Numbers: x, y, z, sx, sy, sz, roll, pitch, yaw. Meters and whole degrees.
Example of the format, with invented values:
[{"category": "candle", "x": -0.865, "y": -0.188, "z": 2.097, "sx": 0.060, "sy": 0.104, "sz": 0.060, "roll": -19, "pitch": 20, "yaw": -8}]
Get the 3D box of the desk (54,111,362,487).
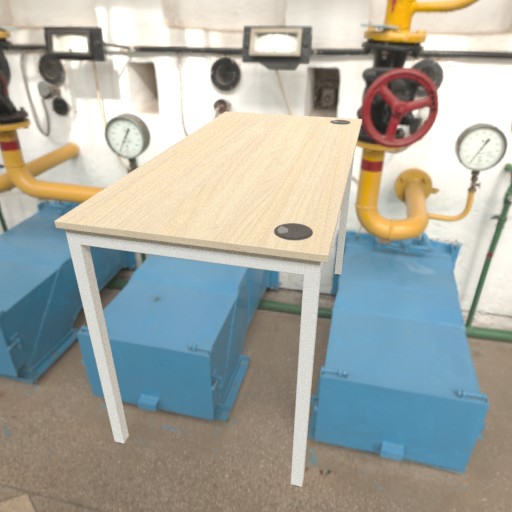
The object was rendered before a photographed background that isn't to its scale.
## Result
[{"category": "desk", "x": 0.000, "y": 0.000, "z": 1.594, "sx": 0.600, "sy": 0.750, "sz": 1.200, "roll": 7, "pitch": 30, "yaw": 13}]
